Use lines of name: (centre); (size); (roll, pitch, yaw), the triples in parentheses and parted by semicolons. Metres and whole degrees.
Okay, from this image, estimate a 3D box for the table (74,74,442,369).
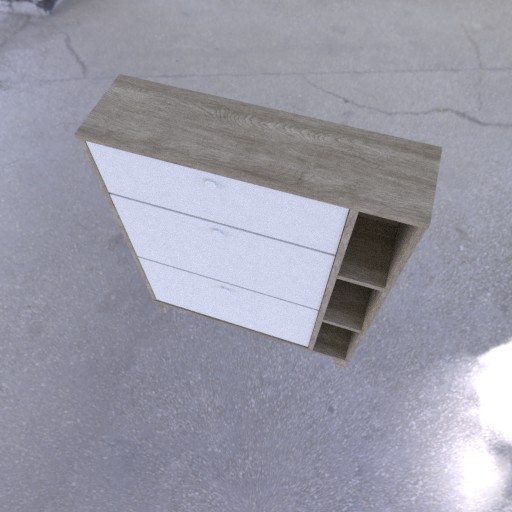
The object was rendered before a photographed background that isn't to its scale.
table: (0.000, 0.000, 1.611); (0.902, 1.135, 0.256); (16, 60, 9)
